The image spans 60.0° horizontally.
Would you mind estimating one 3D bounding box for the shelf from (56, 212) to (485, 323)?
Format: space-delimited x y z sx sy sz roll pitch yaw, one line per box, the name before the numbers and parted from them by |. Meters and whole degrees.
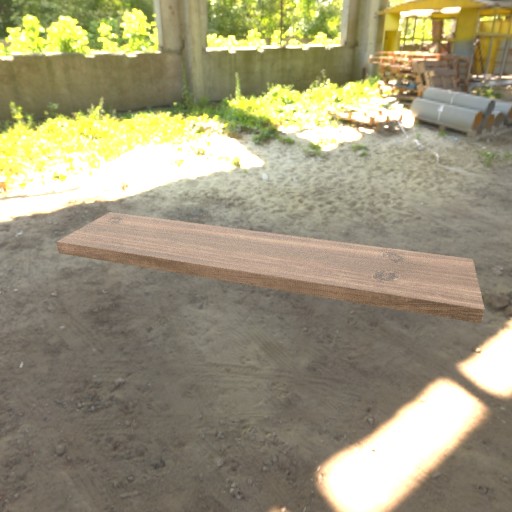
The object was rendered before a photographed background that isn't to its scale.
shelf | 0.000 0.000 0.667 0.610 0.020 0.140 8 27 17
